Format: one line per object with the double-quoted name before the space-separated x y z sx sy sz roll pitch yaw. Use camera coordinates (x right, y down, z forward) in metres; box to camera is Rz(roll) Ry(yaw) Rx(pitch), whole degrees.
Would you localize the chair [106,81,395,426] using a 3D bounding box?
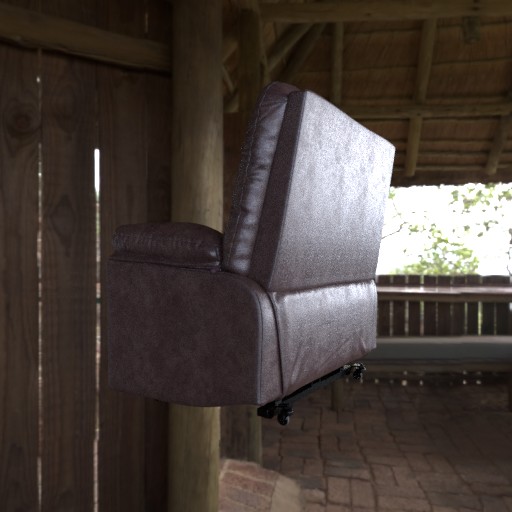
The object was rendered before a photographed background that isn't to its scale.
"chair" 0.000 0.000 1.752 0.879 1.041 0.940 0 0 34
